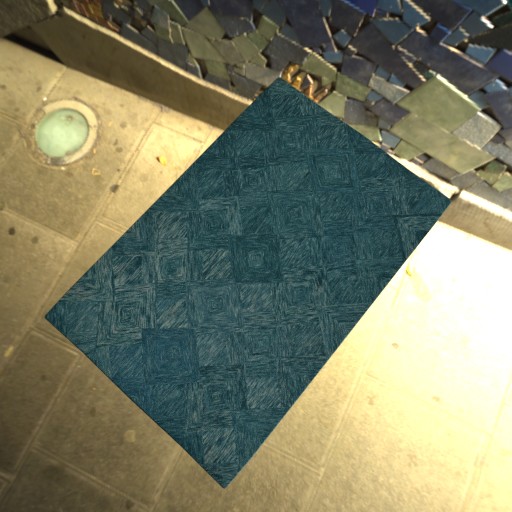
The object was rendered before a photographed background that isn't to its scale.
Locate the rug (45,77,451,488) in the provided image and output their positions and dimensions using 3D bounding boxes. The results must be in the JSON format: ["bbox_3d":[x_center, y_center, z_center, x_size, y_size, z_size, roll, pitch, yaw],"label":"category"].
[{"bbox_3d":[0.000,0.000,2.142,1.136,0.017,1.728,39,78,10],"label":"rug"}]
